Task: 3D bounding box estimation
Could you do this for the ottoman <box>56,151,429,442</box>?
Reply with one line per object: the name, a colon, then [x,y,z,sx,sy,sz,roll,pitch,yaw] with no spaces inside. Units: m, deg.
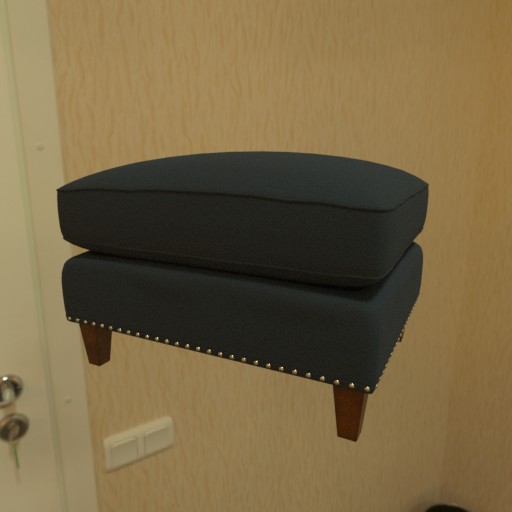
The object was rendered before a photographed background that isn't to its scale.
ottoman: [0.000,0.000,1.115,0.741,0.513,0.584,7,15,26]
